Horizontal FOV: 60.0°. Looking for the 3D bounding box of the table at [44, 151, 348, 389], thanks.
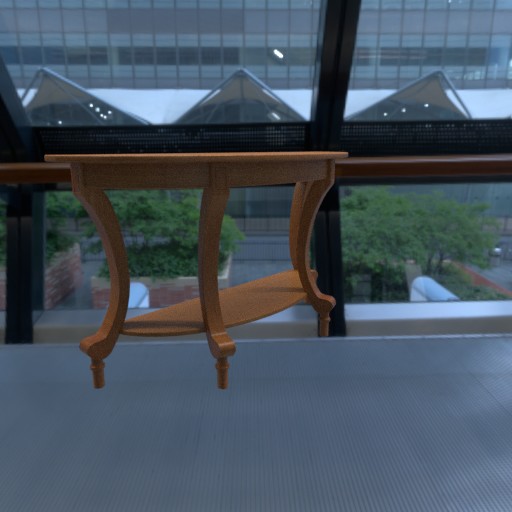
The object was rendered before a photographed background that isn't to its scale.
[{"bbox_3d":[0.000,0.000,1.535,0.394,0.692,1.198,13,19,42],"label":"table"}]
